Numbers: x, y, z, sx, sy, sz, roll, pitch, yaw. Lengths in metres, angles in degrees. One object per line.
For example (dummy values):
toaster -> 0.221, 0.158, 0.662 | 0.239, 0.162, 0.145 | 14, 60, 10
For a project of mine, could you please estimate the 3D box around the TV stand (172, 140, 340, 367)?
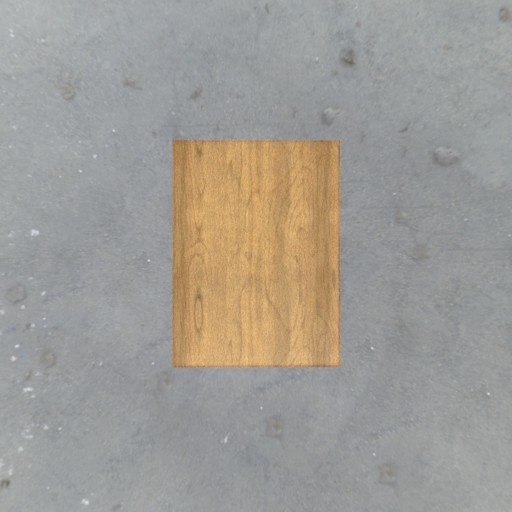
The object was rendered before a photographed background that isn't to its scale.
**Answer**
TV stand -> 0.000, 0.000, 2.011 | 0.435, 1.828, 0.565 | 0, 90, -1
